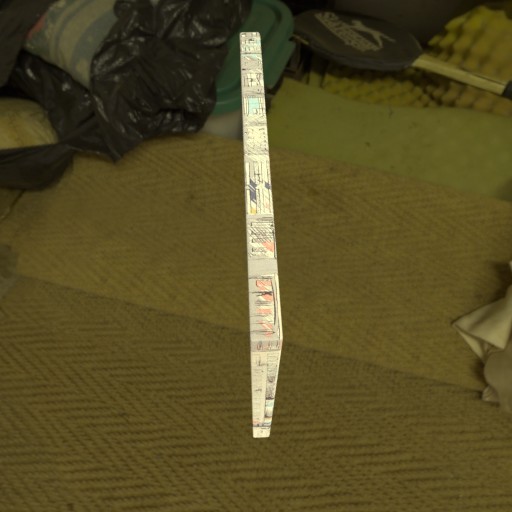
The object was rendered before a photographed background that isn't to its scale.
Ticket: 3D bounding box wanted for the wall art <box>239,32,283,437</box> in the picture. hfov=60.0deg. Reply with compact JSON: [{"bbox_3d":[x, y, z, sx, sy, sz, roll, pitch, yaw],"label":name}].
[{"bbox_3d":[0.000,0.000,0.923,0.038,0.608,0.607,-2,58,-1],"label":"wall art"}]
